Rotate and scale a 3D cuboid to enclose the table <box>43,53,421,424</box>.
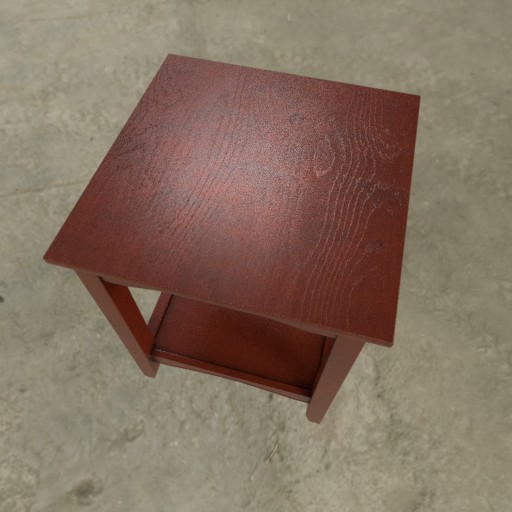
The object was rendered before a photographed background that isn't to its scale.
[{"bbox_3d":[0.000,0.000,0.965,0.522,0.558,0.523,15,59,9],"label":"table"}]
